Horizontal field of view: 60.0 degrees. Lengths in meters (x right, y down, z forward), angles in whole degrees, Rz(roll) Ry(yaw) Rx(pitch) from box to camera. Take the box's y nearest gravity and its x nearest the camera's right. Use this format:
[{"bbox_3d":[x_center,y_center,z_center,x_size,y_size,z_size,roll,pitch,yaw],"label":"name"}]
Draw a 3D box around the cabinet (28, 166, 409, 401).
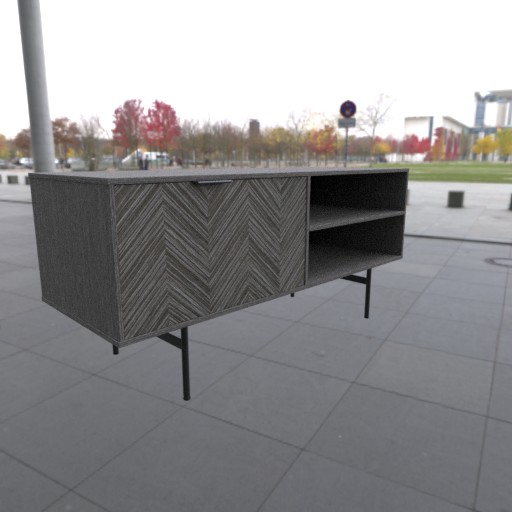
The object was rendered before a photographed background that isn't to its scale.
[{"bbox_3d":[0.000,0.000,1.577,1.300,0.599,0.500,-12,17,-43],"label":"cabinet"}]
